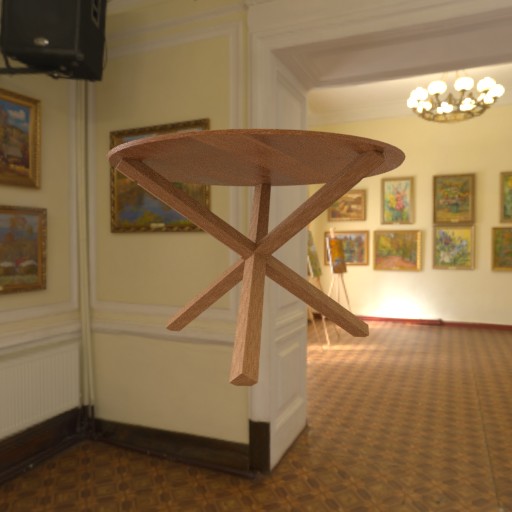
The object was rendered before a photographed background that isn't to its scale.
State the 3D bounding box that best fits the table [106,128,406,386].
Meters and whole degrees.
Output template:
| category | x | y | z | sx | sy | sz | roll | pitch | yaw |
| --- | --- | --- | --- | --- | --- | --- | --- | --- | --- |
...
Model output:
| category | x | y | z | sx | sy | sz | roll | pitch | yaw |
| --- | --- | --- | --- | --- | --- | --- | --- | --- | --- |
| table | 0.000 | 0.000 | 1.633 | 1.038 | 0.666 | 1.038 | 0 | 2 | 0 |
